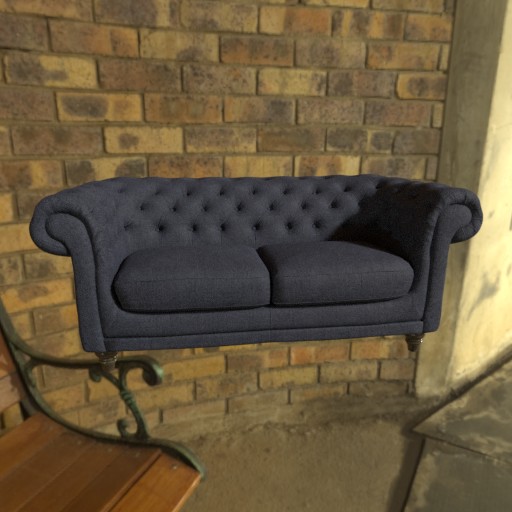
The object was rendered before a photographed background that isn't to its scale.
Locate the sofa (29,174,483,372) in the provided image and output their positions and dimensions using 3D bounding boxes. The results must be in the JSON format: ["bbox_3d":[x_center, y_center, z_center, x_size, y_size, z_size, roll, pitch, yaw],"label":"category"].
[{"bbox_3d":[0.000,0.000,2.438,1.988,0.833,1.082,-2,15,-7],"label":"sofa"}]
